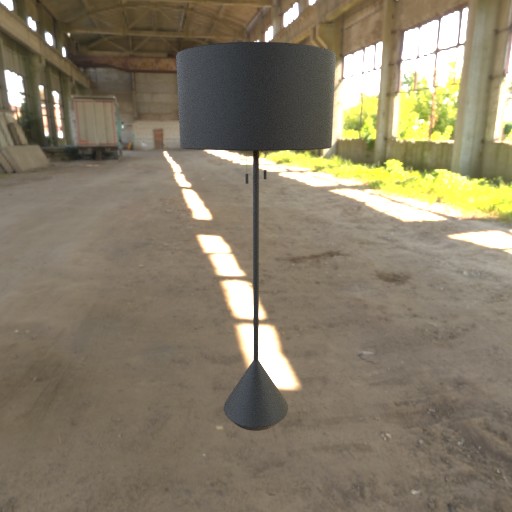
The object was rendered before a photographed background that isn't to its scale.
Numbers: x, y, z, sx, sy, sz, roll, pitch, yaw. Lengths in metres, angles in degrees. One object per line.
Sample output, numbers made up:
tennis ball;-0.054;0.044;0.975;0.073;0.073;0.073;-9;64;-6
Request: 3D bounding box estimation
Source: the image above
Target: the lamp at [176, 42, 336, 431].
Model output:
lamp;0.000;0.000;1.841;0.580;1.526;0.580;15;22;42
